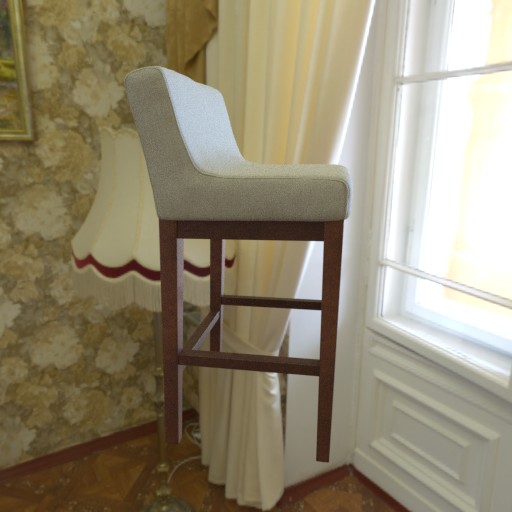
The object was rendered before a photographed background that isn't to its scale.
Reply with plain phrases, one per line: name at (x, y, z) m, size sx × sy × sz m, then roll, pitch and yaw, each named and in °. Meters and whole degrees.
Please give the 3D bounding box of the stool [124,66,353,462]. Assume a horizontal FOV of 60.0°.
stool at (0.000, 0.000, 1.240) m, size 0.500 × 0.937 × 0.511 m, roll 3°, pitch 15°, yaw 10°
